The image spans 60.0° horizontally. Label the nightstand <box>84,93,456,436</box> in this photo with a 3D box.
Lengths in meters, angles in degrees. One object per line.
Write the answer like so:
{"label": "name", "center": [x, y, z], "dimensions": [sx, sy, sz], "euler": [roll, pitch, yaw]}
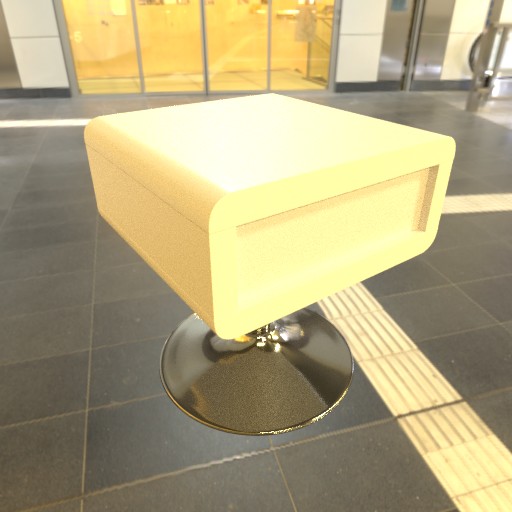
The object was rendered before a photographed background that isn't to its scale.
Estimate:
{"label": "nightstand", "center": [0.000, 0.000, 0.762], "dimensions": [0.399, 0.447, 0.404], "euler": [-20, 35, -30]}
